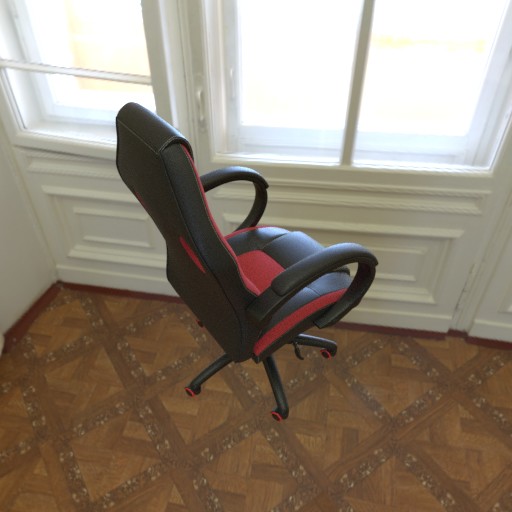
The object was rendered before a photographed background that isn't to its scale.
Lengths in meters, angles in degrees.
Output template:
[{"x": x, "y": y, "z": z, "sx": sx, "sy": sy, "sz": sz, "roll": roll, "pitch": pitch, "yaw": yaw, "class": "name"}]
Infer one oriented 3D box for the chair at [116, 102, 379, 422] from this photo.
[{"x": 0.000, "y": 0.000, "z": 1.583, "sx": 0.724, "sy": 1.187, "sz": 0.673, "roll": -25, "pitch": 46, "yaw": -26, "class": "chair"}]
